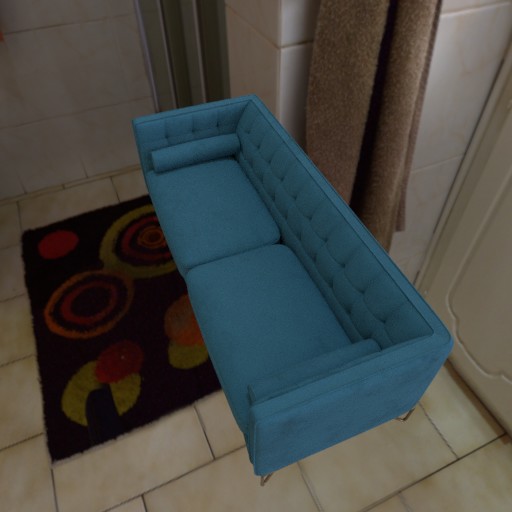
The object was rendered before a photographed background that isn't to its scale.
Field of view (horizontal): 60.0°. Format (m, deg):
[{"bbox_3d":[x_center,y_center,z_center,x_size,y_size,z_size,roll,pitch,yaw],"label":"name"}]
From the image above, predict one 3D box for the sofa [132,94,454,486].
[{"bbox_3d":[0.000,0.000,2.492,0.867,0.789,2.087,-17,50,-15],"label":"sofa"}]
